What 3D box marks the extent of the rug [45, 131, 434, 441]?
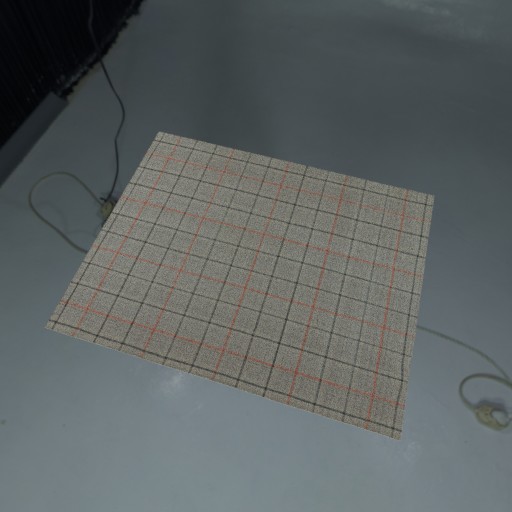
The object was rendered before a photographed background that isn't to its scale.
[{"bbox_3d":[0.000,0.000,4.163,3.048,0.012,2.444,15,61,9],"label":"rug"}]
